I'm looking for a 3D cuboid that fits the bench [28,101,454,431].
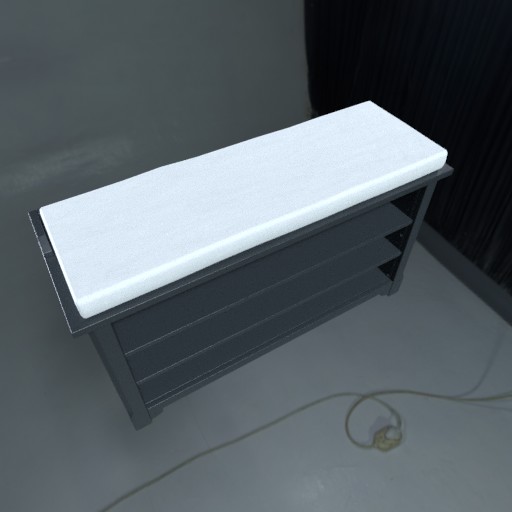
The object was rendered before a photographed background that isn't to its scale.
[{"bbox_3d":[0.000,0.000,1.226,0.973,0.561,0.345,-23,51,-20],"label":"bench"}]
